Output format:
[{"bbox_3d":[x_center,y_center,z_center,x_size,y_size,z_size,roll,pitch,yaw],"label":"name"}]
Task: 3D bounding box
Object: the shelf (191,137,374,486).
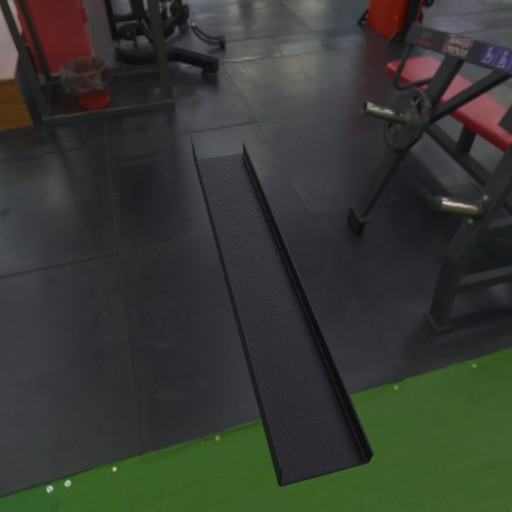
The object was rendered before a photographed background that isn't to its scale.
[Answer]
[{"bbox_3d":[0.000,0.000,0.650,0.102,0.053,0.605,-10,47,-10],"label":"shelf"}]
